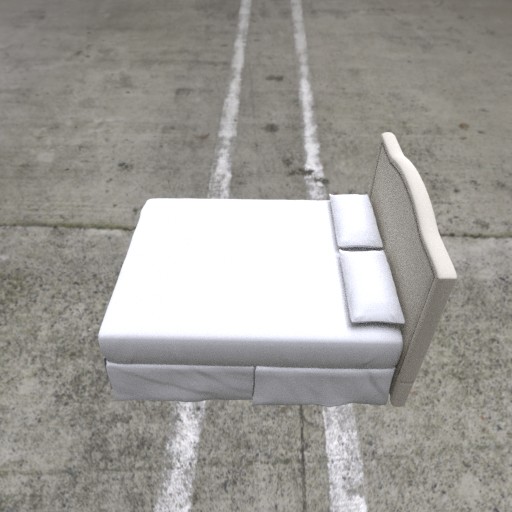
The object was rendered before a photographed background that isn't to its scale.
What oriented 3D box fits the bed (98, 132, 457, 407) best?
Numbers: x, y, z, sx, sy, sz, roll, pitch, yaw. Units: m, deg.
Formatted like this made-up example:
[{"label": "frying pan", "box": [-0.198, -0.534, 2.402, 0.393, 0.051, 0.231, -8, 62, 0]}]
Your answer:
[{"label": "bed", "box": [0.000, 0.000, 3.422, 2.196, 1.449, 1.741, 1, 42, 1]}]
